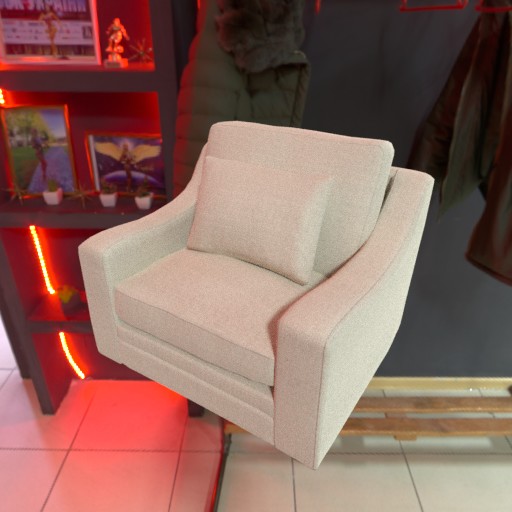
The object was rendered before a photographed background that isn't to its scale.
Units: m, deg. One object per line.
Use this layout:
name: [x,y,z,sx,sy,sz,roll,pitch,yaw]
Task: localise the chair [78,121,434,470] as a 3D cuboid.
chair: [0.000,0.000,1.955,1.178,1.016,1.009,17,33,29]
